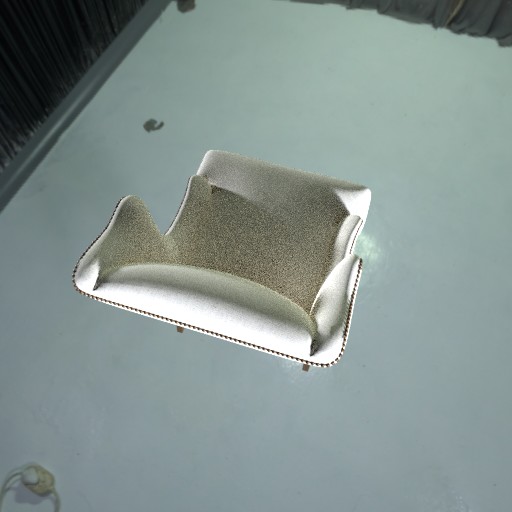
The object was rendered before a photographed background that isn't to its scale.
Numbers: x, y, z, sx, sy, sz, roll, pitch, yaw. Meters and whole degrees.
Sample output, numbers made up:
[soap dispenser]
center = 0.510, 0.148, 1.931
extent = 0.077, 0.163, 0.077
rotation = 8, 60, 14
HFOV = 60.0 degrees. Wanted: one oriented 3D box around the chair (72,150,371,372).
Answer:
[chair]
center = 0.000, 0.000, 1.662
extent = 0.737, 1.029, 0.940
rotation = 15, 63, 8
